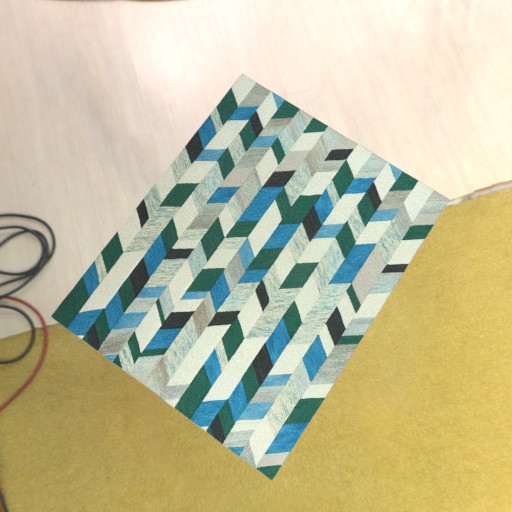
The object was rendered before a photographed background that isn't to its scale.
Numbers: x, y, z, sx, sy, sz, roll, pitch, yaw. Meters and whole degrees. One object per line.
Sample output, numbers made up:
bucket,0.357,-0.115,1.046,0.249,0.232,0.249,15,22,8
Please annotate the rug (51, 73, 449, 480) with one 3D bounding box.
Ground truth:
rug,0.000,0.000,4.135,2.440,0.008,3.036,34,79,7
